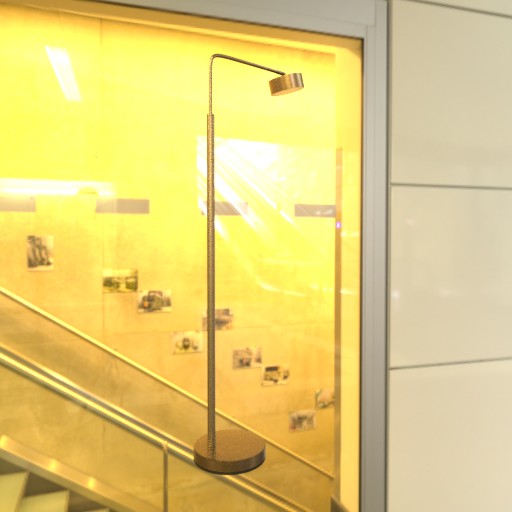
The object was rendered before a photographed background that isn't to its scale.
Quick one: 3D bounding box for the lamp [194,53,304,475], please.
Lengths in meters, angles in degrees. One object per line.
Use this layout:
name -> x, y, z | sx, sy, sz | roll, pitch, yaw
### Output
lamp -> 0.000, 0.000, 1.402 | 0.418, 1.230, 0.219 | -1, 2, -36
